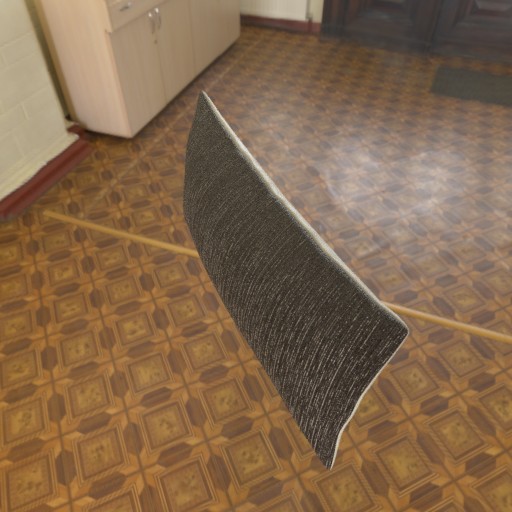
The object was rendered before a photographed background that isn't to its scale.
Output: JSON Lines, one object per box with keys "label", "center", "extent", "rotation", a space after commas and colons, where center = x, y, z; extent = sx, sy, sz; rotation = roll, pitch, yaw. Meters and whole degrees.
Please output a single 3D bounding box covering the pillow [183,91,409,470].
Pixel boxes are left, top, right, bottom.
{"label": "pillow", "center": [0.000, 0.000, 0.735], "extent": [0.156, 0.305, 0.608], "rotation": [-18, 48, -17]}
